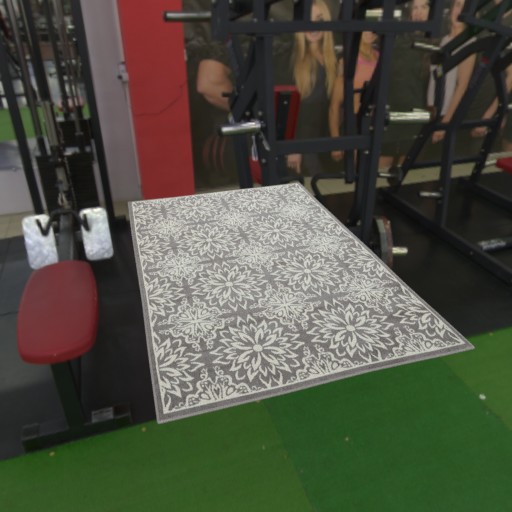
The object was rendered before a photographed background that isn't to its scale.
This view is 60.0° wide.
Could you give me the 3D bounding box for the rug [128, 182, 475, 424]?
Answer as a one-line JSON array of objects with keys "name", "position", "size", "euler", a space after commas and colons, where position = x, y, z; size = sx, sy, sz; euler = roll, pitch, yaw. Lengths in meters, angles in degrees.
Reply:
[{"name": "rug", "position": [0.000, 0.000, 2.334], "size": [1.224, 0.012, 1.847], "euler": [-9, 32, -14]}]
